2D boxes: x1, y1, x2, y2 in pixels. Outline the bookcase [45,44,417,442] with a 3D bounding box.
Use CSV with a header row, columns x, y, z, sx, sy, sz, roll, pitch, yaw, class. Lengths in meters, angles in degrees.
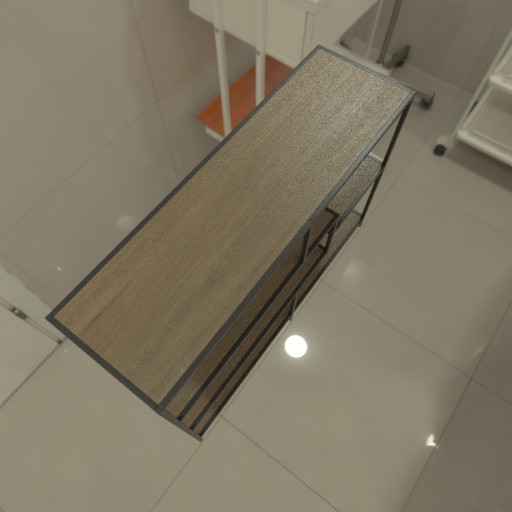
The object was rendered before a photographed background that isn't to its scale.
x,y,z,sx,sy,sz,roll,pitch,yaw,class
0.000,0.000,1.512,0.350,0.780,1.140,34,68,16,bookcase
